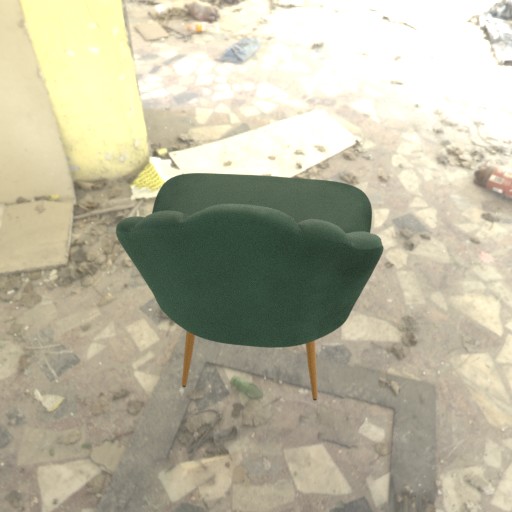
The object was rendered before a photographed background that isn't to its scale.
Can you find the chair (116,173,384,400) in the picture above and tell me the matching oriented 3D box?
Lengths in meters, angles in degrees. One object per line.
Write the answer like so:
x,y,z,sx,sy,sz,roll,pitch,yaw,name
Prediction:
0.000,0.000,1.259,0.657,0.819,0.599,4,47,4,chair
